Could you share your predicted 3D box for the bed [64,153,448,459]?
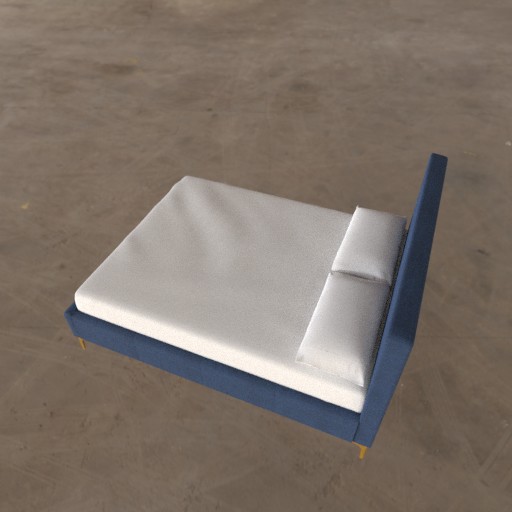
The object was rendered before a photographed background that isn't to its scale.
[{"bbox_3d":[0.000,0.000,3.190,2.172,1.231,1.723,16,46,16],"label":"bed"}]
